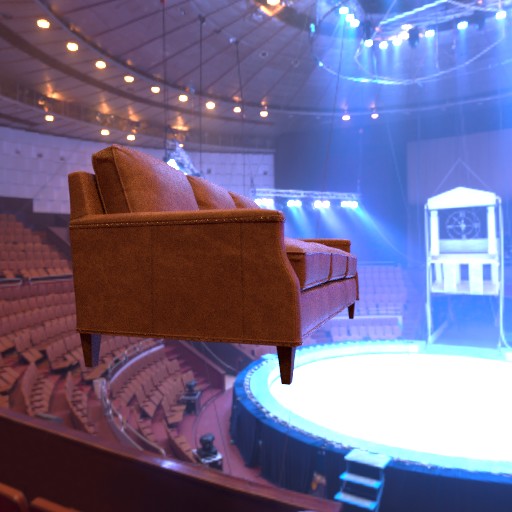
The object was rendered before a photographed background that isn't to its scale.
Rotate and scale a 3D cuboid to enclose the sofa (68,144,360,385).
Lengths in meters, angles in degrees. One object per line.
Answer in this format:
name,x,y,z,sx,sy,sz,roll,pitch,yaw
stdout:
sofa,0.000,0.000,2.820,1.084,1.003,2.246,0,-1,19
